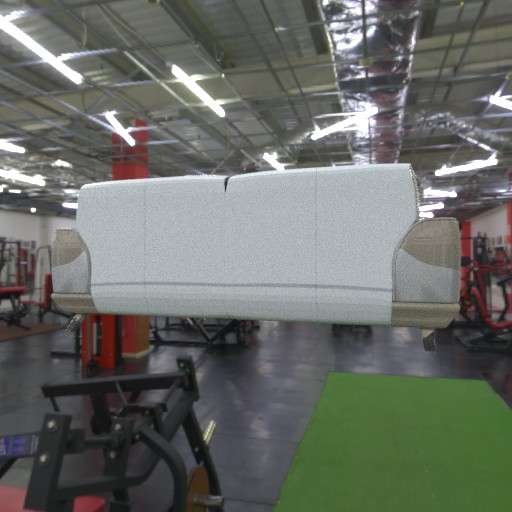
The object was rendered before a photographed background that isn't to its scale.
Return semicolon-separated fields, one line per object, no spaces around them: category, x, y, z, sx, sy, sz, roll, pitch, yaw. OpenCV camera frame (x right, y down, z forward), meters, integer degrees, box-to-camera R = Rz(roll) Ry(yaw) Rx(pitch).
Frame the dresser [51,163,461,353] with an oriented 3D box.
dresser;0.000;0.000;5.827;4.679;1.863;2.251;0;-1;18
